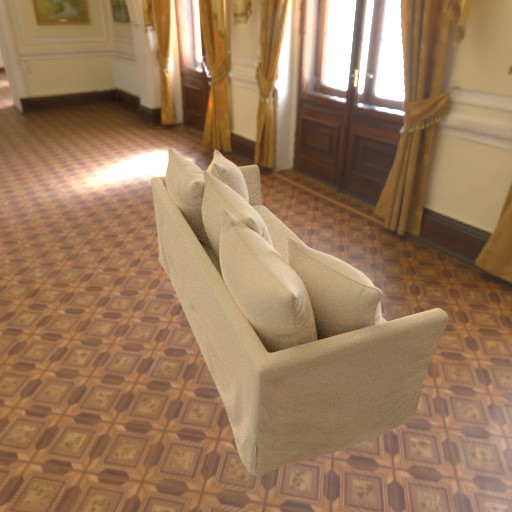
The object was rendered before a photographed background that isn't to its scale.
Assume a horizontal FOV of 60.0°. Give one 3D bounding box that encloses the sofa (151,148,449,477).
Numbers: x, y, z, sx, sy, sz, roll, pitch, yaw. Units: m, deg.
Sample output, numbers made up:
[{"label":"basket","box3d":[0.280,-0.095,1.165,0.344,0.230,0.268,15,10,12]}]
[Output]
[{"label":"sofa","box3d":[0.000,0.000,3.044,1.030,1.042,2.484,-11,31,-19]}]
